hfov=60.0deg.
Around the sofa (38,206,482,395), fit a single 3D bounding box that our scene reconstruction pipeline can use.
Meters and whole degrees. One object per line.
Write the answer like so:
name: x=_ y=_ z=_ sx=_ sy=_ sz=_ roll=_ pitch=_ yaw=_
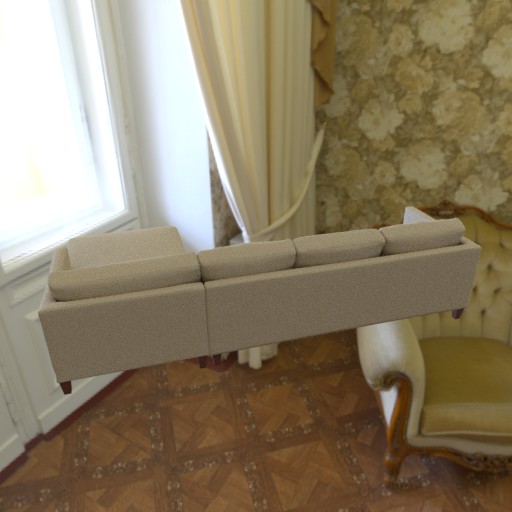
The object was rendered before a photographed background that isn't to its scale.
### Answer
sofa: x=0.000 y=0.000 z=3.818 sx=3.186 sy=0.861 sz=1.625 roll=-8 pitch=29 yaw=-14
